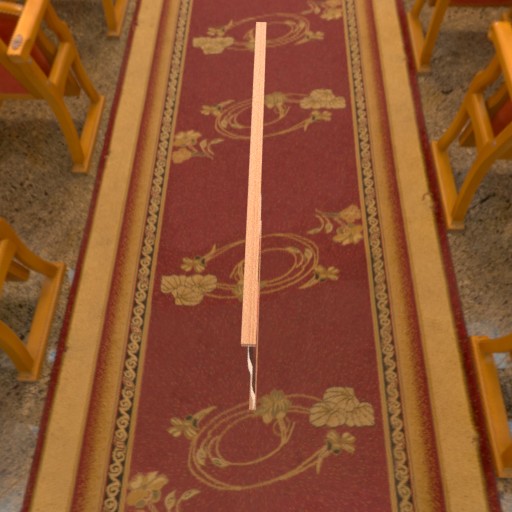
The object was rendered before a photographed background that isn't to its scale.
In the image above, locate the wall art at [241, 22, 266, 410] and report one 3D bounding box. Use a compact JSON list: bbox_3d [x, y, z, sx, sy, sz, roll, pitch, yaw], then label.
[{"bbox_3d":[0.000,0.000,0.696,0.013,0.508,0.406,2,65,1],"label":"wall art"}]
